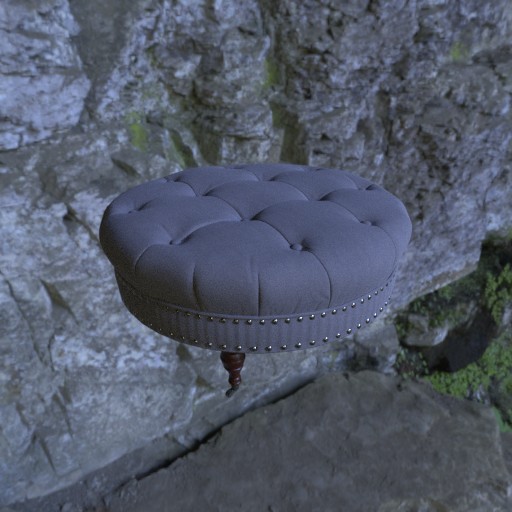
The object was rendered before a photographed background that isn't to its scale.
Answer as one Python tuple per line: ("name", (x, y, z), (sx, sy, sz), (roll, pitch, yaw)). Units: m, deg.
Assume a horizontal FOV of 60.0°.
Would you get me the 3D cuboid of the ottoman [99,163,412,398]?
("ottoman", (0.000, 0.000, 1.396), (0.901, 0.439, 0.901), (0, 26, 0))
